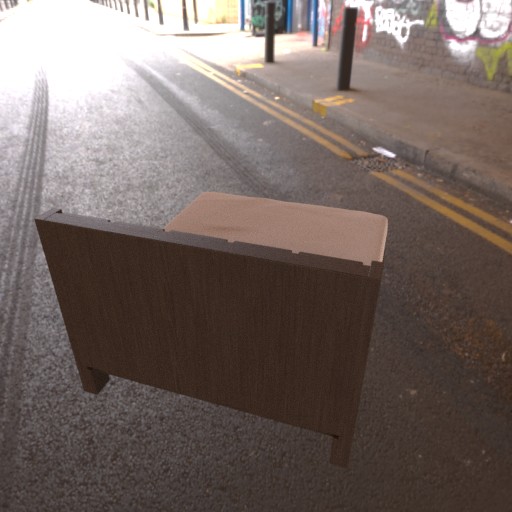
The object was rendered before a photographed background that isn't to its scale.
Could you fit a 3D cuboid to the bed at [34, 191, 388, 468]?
[{"bbox_3d":[0.000,0.000,3.156,1.735,1.261,1.992,10,33,16],"label":"bed"}]
